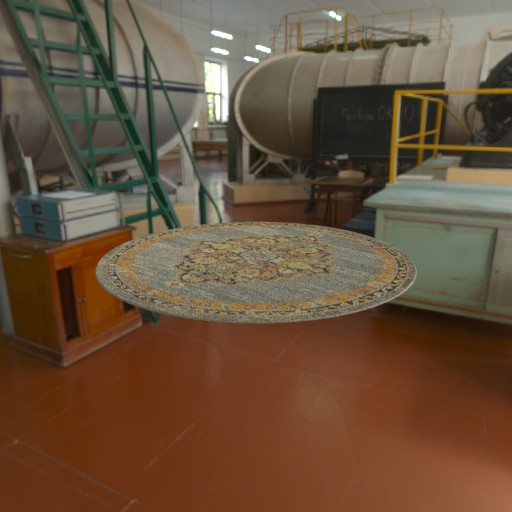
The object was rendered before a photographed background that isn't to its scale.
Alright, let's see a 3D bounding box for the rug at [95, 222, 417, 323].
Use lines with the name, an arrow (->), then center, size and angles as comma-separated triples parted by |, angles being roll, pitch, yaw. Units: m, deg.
rug -> 0.000, 0.000, 2.333 | 1.598, 0.010, 1.598 | 0, 17, 0
